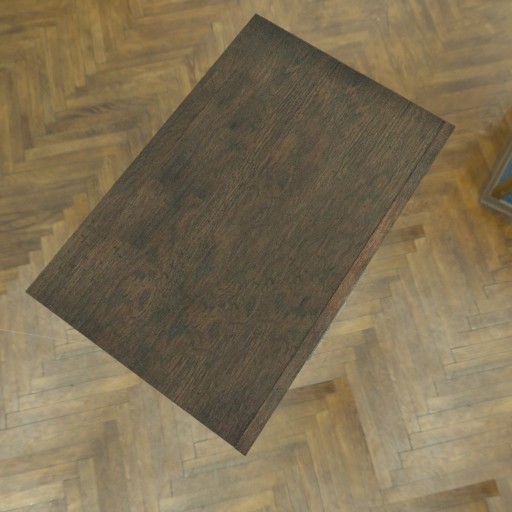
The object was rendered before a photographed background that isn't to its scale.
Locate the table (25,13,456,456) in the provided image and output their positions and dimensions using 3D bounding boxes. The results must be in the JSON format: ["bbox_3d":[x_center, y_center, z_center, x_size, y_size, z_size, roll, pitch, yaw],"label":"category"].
[{"bbox_3d":[0.000,0.000,1.233,0.542,0.746,0.767,34,78,8],"label":"table"}]
